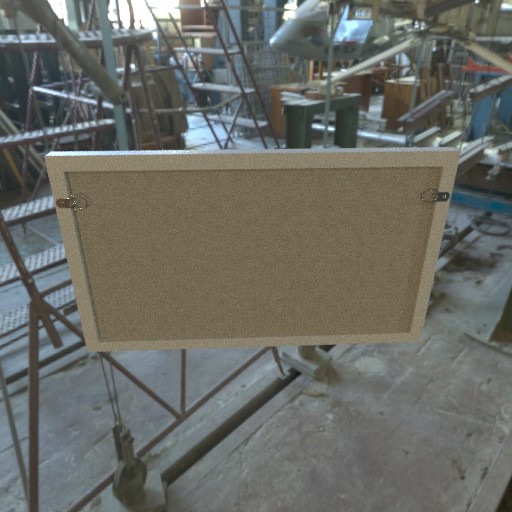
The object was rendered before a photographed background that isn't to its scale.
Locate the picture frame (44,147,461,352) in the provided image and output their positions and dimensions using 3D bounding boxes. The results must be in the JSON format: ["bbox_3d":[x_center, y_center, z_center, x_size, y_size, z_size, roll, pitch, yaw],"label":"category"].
[{"bbox_3d":[0.000,0.000,0.791,0.647,0.379,0.044,-1,27,-2],"label":"picture frame"}]
